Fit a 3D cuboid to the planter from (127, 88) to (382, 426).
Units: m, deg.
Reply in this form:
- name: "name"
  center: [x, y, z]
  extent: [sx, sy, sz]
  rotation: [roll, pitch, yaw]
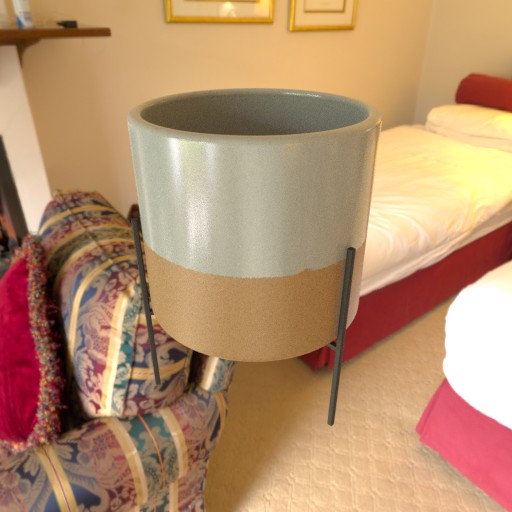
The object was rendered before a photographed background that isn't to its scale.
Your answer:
- name: "planter"
  center: [0.000, 0.000, 0.735]
  extent: [0.348, 0.480, 0.360]
  rotation: [8, 30, 14]
